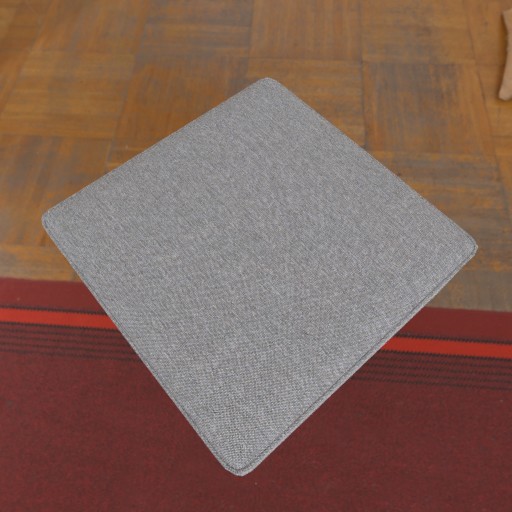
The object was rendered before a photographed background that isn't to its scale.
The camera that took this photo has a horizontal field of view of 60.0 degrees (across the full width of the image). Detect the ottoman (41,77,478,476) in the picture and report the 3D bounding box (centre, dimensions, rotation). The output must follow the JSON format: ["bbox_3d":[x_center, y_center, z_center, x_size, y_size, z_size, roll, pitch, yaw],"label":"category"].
[{"bbox_3d":[0.000,0.000,1.549,1.005,0.455,1.005,-38,69,-17],"label":"ottoman"}]
